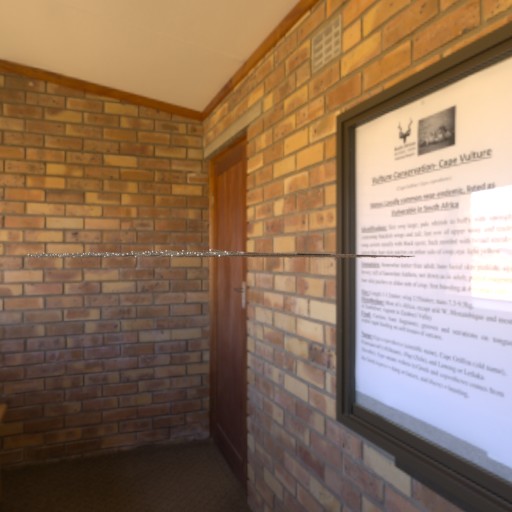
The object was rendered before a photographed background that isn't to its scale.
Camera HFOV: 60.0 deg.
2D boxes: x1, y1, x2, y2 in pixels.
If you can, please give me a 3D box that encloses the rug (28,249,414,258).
[{"bbox_3d":[0.000,0.000,2.541,1.224,0.027,2.021,0,-1,36],"label":"rug"}]
